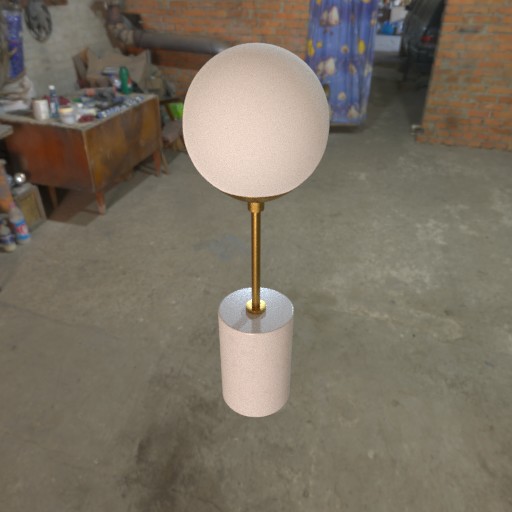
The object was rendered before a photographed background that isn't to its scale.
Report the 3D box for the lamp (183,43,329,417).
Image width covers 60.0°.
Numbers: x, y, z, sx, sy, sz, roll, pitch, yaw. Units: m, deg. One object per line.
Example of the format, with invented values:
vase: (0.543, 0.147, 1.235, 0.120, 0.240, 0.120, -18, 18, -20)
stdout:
lamp: (0.000, 0.000, 0.552, 0.153, 0.480, 0.153, 0, 31, 0)
